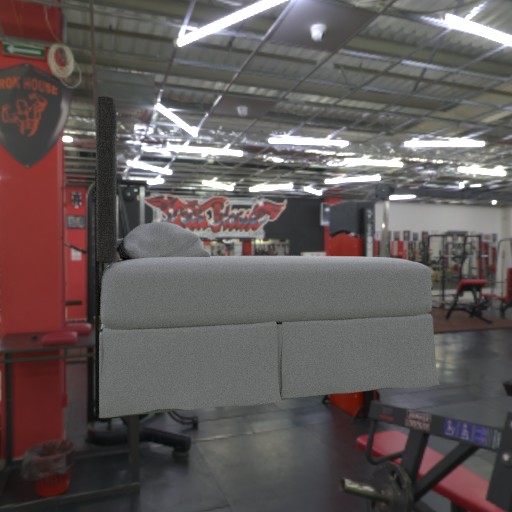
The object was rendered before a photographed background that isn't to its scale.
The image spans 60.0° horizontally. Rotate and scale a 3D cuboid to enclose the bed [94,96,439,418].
[{"bbox_3d":[0.000,0.000,2.974,1.997,1.571,1.261,0,0,-17],"label":"bed"}]
